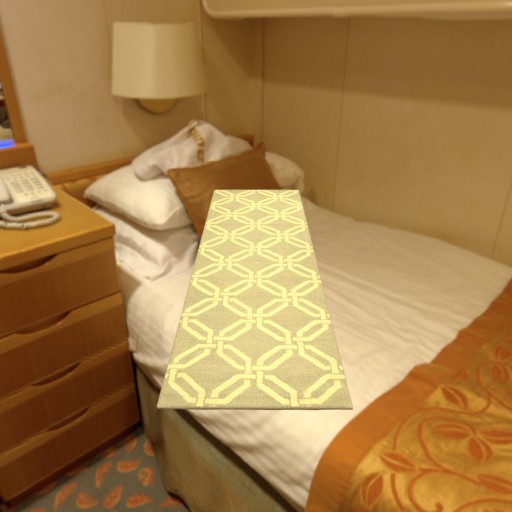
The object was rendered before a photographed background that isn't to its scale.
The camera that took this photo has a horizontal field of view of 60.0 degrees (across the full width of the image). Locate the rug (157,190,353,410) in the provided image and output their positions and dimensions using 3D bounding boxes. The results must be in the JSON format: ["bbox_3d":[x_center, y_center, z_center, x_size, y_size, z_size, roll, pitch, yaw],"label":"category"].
[{"bbox_3d":[0.000,0.000,2.532,0.678,0.014,2.276,0,27,0],"label":"rug"}]
